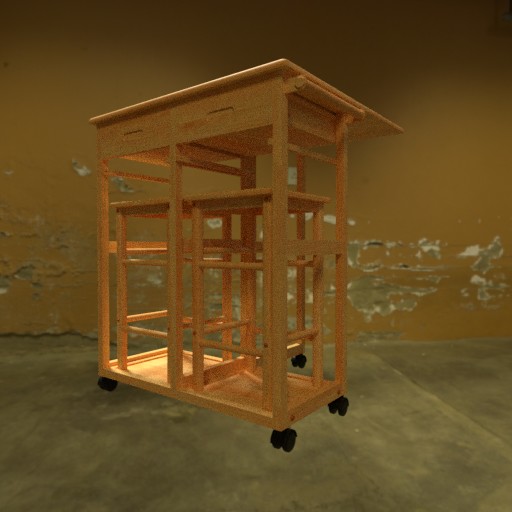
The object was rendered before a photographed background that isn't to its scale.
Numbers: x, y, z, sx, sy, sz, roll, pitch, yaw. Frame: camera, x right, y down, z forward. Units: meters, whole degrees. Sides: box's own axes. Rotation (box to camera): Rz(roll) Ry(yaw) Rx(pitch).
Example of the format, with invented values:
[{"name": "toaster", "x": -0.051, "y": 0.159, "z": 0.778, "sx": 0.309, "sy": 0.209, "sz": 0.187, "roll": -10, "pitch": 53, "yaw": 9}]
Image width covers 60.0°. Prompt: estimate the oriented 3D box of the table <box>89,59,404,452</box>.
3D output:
[{"name": "table", "x": 0.000, "y": 0.000, "z": 1.395, "sx": 0.752, "sy": 0.832, "sz": 0.693, "roll": 1, "pitch": 2, "yaw": 38}]
